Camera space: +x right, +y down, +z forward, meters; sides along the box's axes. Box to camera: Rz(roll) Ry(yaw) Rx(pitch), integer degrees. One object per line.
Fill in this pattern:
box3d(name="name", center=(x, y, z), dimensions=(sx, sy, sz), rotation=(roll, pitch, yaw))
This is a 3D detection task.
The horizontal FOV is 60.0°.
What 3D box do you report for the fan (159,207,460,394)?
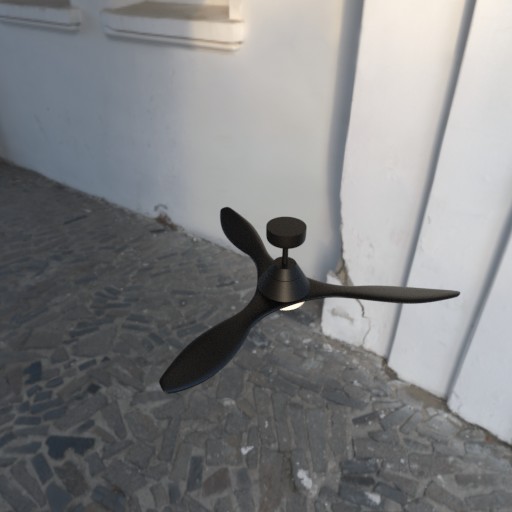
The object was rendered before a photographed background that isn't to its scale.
box3d(name="fan", center=(0.000, 0.000, 1.647), dimensions=(1.067, 0.305, 1.067), rotation=(-21, 39, -29))
